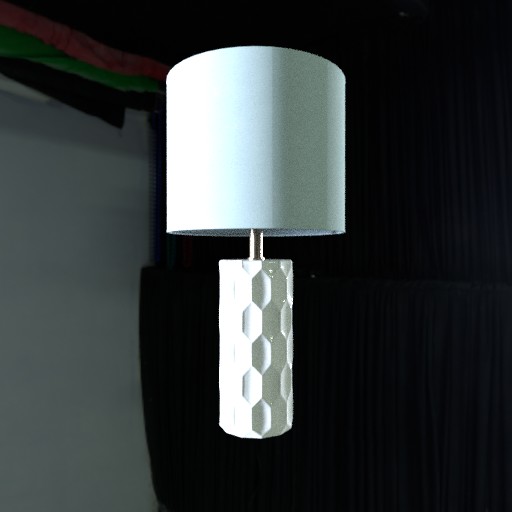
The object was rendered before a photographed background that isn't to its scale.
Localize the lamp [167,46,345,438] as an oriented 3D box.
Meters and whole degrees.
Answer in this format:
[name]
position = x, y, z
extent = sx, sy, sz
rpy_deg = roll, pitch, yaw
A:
[lamp]
position = 0.000, 0.000, 0.702
extent = 0.277, 0.534, 0.277
rpy_deg = 0, 1, 36
